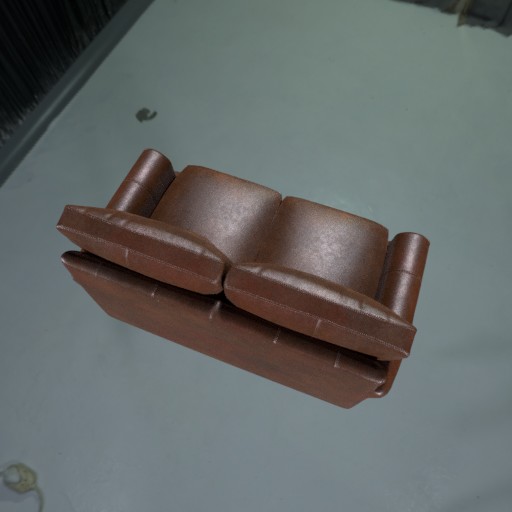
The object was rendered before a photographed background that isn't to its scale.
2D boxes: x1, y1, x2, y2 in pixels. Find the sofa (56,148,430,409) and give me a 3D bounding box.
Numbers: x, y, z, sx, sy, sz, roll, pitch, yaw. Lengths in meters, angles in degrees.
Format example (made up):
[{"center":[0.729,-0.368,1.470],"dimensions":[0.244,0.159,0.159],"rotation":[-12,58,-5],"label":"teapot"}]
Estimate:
[{"center":[0.000,0.000,2.274],"dimensions":[1.616,0.976,0.990],"rotation":[19,65,9],"label":"sofa"}]
